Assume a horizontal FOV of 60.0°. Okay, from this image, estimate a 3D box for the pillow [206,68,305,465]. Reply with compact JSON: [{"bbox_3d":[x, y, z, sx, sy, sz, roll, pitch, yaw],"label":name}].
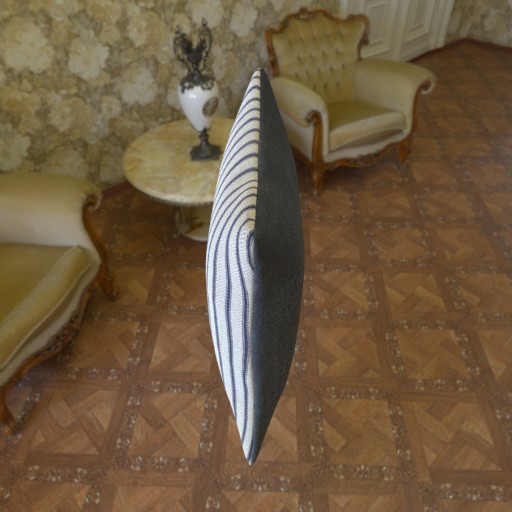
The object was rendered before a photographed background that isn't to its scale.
[{"bbox_3d":[0.000,0.000,0.707,0.138,0.444,0.468,1,41,1],"label":"pillow"}]
